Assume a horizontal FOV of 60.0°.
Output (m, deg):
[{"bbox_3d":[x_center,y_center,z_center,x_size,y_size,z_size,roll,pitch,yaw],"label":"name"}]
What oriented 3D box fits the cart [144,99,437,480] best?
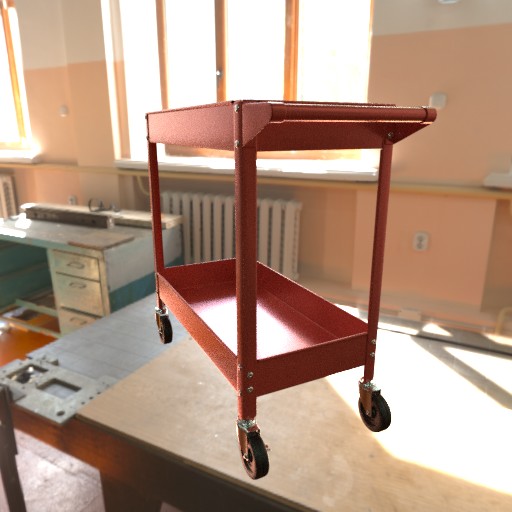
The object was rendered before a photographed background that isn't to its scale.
[{"bbox_3d":[0.000,0.000,1.136,0.366,0.719,0.779,-8,18,-26],"label":"cart"}]
